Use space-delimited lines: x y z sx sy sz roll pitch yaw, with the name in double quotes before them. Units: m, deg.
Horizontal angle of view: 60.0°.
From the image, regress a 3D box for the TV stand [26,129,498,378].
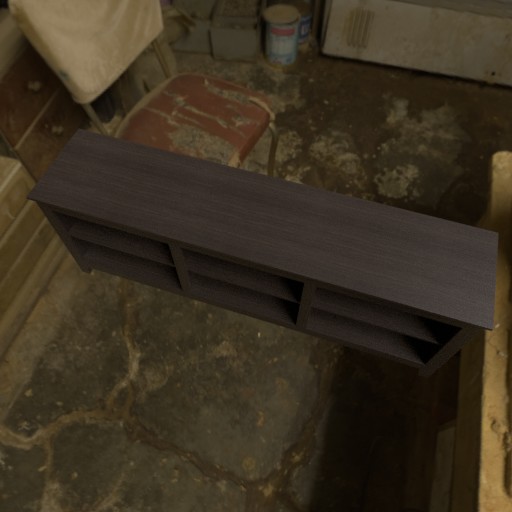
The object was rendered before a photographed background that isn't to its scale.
"TV stand" 0.000 0.000 1.964 1.778 0.610 0.406 16 60 9
